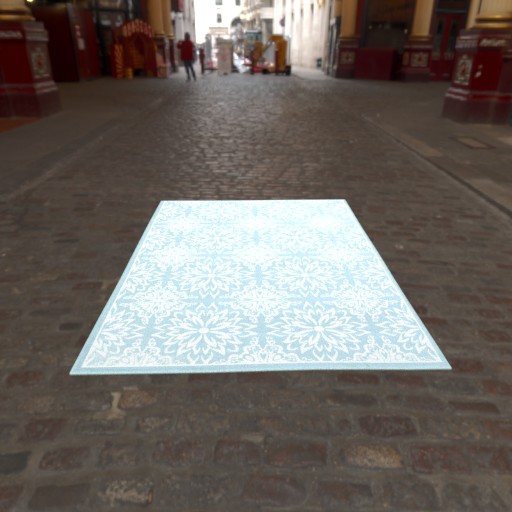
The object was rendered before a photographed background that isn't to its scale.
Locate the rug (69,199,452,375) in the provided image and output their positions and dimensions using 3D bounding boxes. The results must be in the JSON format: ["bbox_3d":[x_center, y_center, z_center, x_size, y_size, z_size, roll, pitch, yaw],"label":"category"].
[{"bbox_3d":[0.000,0.000,2.826,1.589,0.014,2.205,-1,26,-1],"label":"rug"}]
